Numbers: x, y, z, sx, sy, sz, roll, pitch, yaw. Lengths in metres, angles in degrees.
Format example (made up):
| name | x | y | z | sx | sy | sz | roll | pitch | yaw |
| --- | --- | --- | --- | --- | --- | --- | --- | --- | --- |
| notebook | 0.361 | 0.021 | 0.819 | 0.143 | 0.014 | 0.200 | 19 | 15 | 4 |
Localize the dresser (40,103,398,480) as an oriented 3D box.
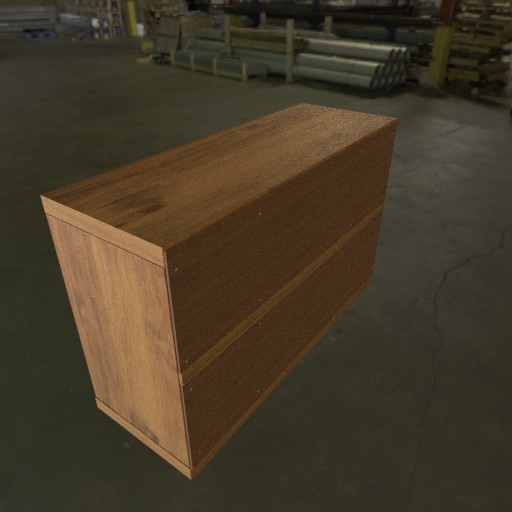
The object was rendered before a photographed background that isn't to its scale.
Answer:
| name | x | y | z | sx | sy | sz | roll | pitch | yaw |
| --- | --- | --- | --- | --- | --- | --- | --- | --- | --- |
| dresser | 0.000 | 0.000 | 1.654 | 0.479 | 0.825 | 1.261 | 21 | 37 | 30 |
